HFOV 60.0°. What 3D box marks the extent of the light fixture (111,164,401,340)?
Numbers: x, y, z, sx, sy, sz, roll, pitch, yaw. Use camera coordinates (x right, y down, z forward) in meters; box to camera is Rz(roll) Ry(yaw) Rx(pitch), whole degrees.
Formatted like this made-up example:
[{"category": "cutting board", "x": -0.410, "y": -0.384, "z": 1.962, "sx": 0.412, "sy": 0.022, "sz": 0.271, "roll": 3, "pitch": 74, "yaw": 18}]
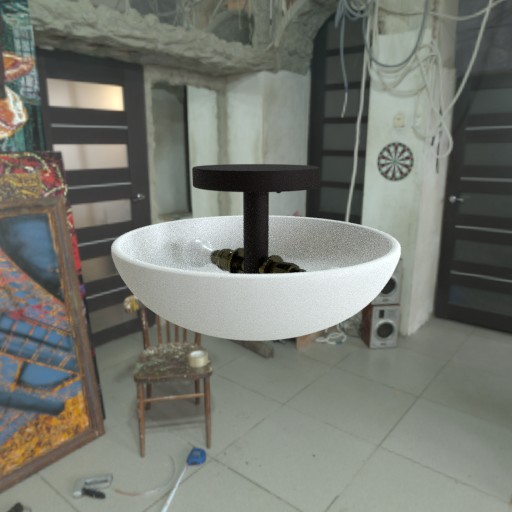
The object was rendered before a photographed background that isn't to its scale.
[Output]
[{"category": "light fixture", "x": 0.000, "y": 0.000, "z": 0.536, "sx": 0.331, "sy": 0.212, "sz": 0.331, "roll": 0, "pitch": 14, "yaw": 0}]
